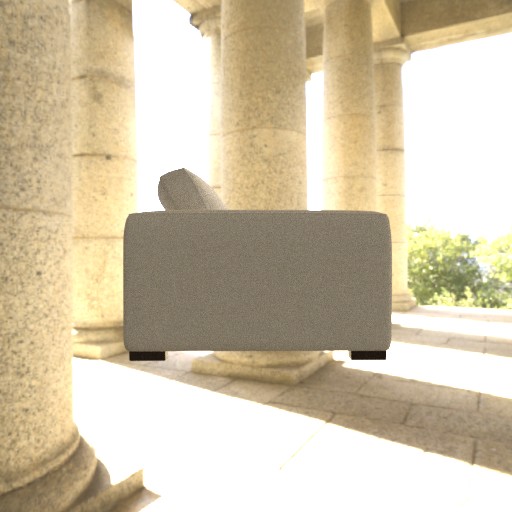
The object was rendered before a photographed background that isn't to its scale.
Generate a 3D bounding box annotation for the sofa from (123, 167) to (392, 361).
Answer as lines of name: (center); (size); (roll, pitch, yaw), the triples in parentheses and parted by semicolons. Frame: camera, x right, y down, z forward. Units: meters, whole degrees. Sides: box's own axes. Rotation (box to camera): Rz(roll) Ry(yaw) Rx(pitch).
sofa: (0.000, 0.000, 2.814); (1.070, 0.801, 2.262); (0, 1, -1)
